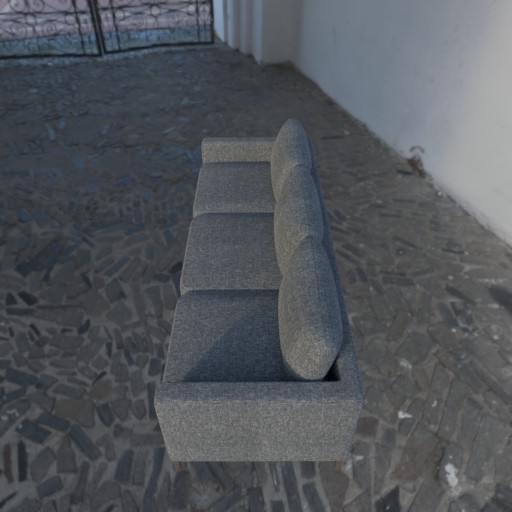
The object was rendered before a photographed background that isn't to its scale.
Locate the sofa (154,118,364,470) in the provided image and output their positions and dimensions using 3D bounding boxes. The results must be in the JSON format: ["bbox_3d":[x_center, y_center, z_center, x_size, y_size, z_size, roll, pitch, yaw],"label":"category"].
[{"bbox_3d":[0.000,0.000,2.698,0.859,0.874,2.218,0,42,0],"label":"sofa"}]
